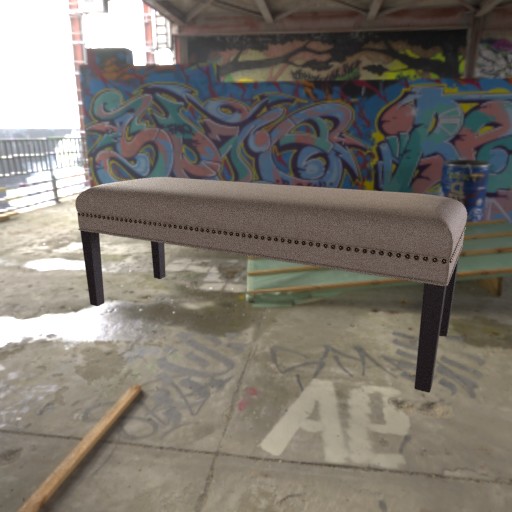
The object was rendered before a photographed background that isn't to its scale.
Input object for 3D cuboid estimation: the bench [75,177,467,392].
[{"bbox_3d":[0.000,0.000,1.478,1.219,0.457,0.410,9,18,27],"label":"bench"}]
